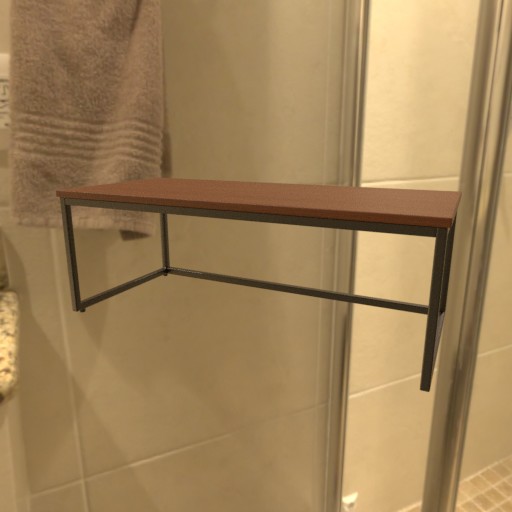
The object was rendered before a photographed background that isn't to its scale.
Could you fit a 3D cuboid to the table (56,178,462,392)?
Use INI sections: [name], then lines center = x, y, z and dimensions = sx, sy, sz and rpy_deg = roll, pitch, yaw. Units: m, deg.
[table]
center = 0.000, 0.000, 1.368
dimensions = 1.100, 0.400, 0.500
rpy_deg = 7, 16, 25
